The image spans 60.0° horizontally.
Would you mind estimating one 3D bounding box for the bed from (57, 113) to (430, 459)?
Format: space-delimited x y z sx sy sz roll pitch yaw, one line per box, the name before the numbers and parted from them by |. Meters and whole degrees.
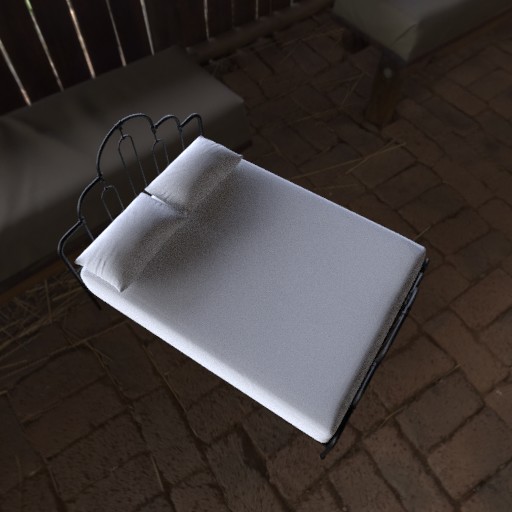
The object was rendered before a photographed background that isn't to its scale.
bed | 0.000 0.000 3.212 2.181 1.444 1.626 29 63 16
